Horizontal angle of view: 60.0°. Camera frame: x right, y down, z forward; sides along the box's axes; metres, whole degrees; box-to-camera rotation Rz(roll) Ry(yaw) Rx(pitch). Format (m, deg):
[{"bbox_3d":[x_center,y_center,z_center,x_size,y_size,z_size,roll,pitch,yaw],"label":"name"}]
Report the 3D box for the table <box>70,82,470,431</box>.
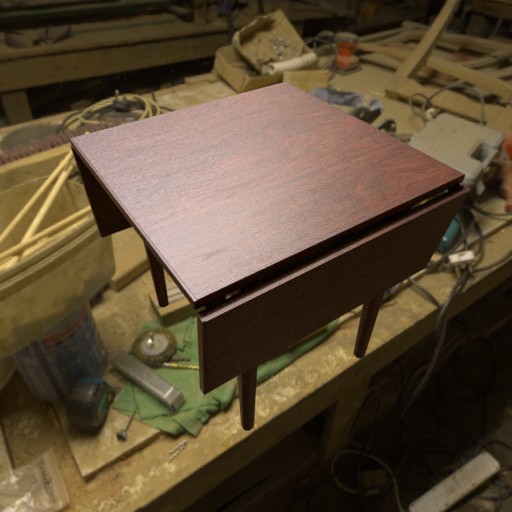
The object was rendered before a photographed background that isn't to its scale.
[{"bbox_3d":[0.000,0.000,1.501,0.812,0.763,0.843,-24,47,-25],"label":"table"}]
